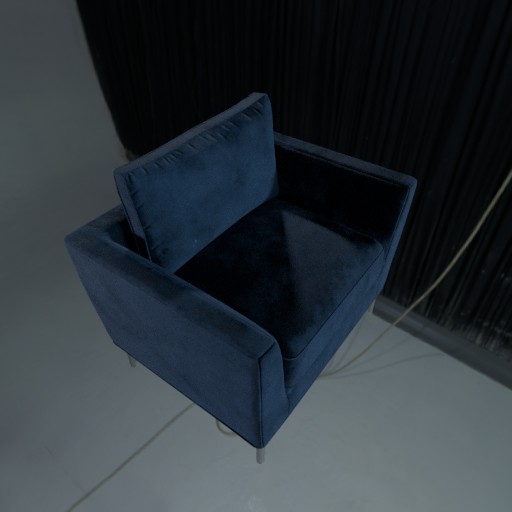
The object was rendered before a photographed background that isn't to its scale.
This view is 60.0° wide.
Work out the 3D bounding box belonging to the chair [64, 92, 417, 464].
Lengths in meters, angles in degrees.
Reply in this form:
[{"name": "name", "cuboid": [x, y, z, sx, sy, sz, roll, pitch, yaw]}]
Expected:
[{"name": "chair", "cuboid": [0.000, 0.000, 1.601, 0.746, 0.893, 0.977, 26, 48, 27]}]
